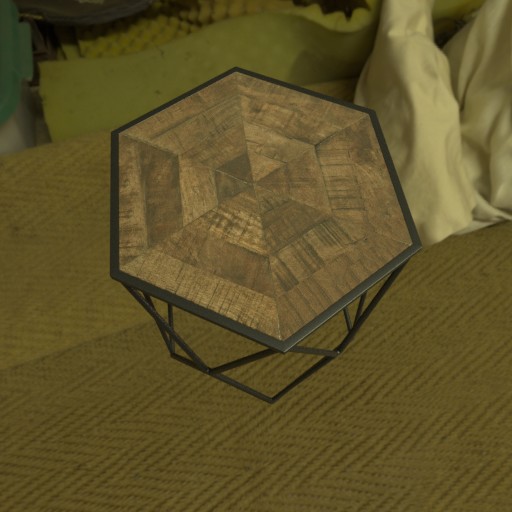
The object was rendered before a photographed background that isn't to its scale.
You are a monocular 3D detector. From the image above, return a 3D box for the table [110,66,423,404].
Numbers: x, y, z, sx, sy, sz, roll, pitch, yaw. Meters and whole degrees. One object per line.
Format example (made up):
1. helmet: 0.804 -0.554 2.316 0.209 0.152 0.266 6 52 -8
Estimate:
1. table: 0.000 0.000 1.030 0.578 0.564 0.579 -34 69 -15
